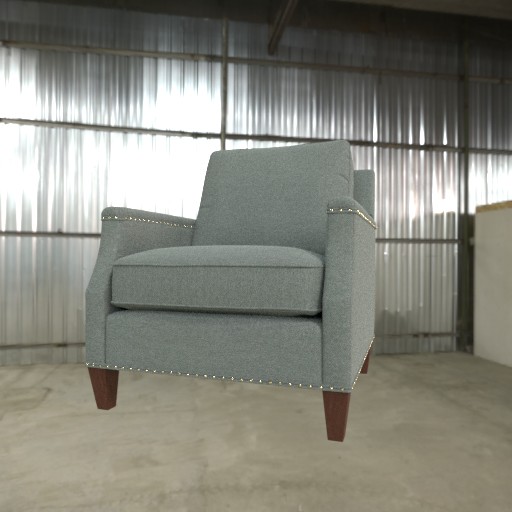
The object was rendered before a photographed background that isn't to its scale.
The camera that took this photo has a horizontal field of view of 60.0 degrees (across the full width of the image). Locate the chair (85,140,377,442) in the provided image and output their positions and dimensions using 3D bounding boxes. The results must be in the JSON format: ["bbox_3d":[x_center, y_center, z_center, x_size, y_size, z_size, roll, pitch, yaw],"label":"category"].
[{"bbox_3d":[0.000,0.000,1.785,0.885,1.031,1.031,0,0,19],"label":"chair"}]
